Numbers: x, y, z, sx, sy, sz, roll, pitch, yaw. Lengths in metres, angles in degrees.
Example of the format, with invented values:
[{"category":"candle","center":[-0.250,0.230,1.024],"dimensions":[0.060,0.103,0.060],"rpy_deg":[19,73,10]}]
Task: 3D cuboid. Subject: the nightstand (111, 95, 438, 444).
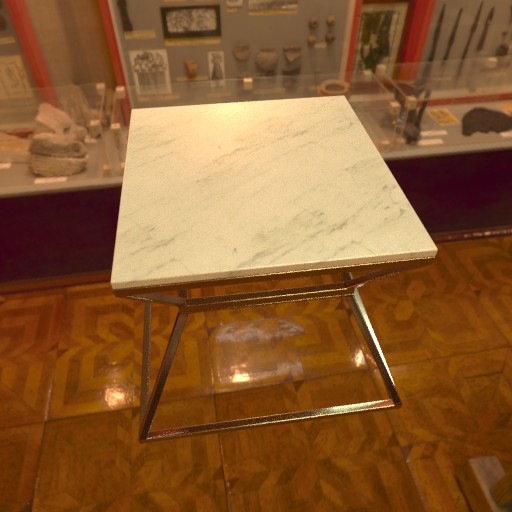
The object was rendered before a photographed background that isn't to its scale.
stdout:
[{"category":"nightstand","center":[0.000,0.000,0.889],"dimensions":[0.514,0.426,0.513],"rpy_deg":[-6,46,-6]}]
